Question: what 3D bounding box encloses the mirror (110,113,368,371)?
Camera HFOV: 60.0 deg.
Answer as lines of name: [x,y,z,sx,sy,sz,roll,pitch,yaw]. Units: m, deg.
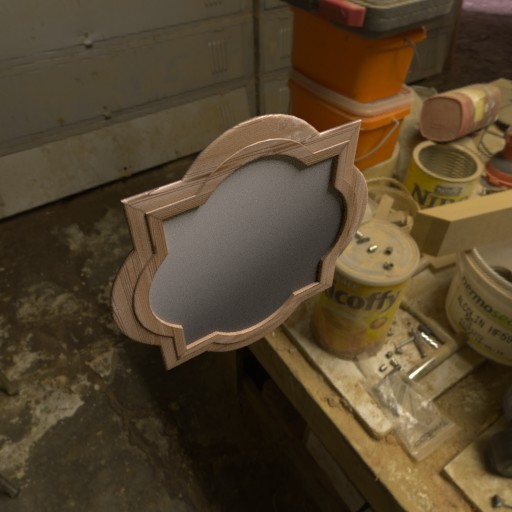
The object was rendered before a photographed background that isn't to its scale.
mirror: [0.000,0.000,1.056,0.686,0.686,0.019,-24,49,-22]
